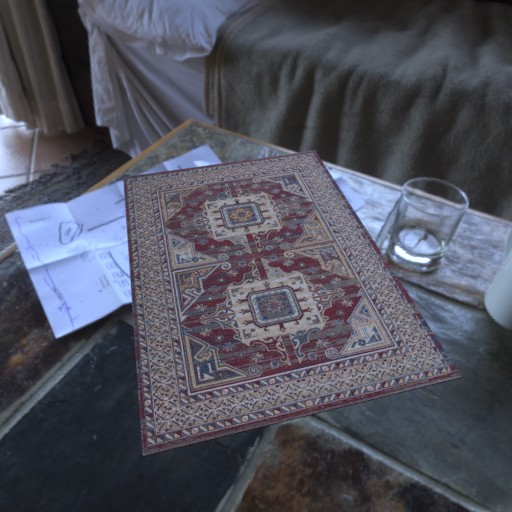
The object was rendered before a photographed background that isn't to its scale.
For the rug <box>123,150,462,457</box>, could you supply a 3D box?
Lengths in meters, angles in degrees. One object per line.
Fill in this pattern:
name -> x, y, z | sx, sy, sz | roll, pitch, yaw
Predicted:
rug -> 0.000, 0.000, 2.873 | 1.599, 0.011, 2.210 | -10, 46, -10
